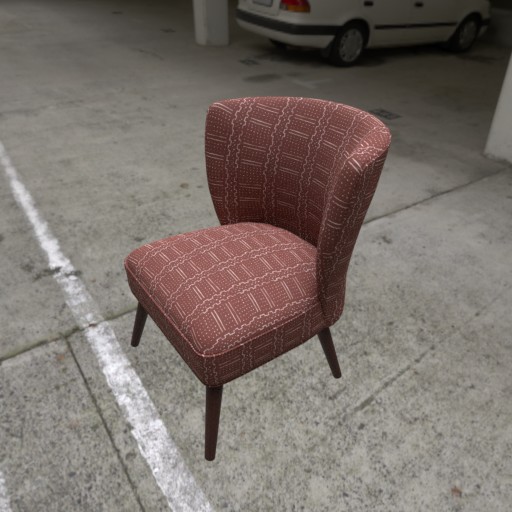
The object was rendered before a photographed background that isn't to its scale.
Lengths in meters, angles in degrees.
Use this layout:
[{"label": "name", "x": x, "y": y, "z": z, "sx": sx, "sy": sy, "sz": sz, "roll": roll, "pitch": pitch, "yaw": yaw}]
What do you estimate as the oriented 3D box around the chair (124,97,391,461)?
[{"label": "chair", "x": 0.000, "y": 0.000, "z": 1.453, "sx": 0.758, "sy": 0.866, "sz": 0.706, "roll": -21, "pitch": 38, "yaw": -29}]
